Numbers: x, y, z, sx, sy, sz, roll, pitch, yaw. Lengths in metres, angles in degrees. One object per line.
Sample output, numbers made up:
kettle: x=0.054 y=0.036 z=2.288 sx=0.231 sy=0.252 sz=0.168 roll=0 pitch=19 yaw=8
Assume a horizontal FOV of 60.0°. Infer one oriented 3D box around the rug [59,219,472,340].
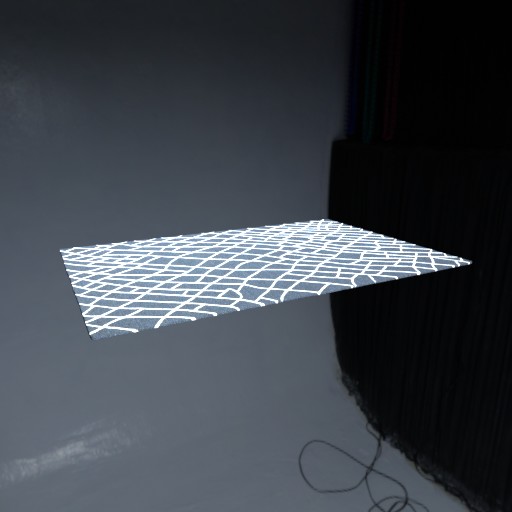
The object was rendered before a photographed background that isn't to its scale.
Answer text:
rug: x=0.000 y=0.000 z=2.342 sx=1.830 sy=0.013 sz=1.223 roll=-8 pitch=18 yaw=-26
